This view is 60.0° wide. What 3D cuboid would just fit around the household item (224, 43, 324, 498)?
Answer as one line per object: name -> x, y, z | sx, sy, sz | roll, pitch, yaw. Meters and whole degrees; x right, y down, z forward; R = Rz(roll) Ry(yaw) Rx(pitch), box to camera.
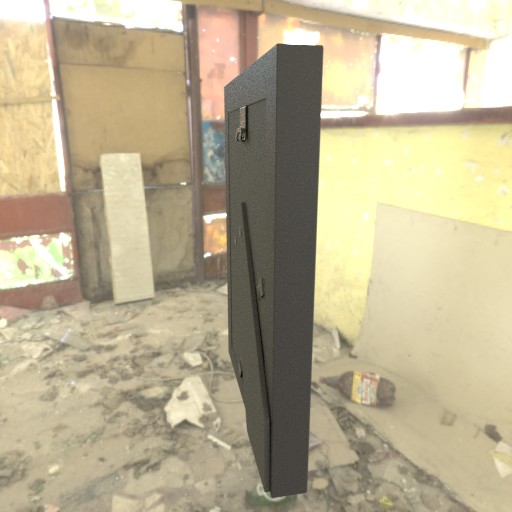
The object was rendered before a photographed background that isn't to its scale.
household item -> 0.000, 0.000, 0.229 | 0.022, 0.178, 0.133 | -3, 16, -11
